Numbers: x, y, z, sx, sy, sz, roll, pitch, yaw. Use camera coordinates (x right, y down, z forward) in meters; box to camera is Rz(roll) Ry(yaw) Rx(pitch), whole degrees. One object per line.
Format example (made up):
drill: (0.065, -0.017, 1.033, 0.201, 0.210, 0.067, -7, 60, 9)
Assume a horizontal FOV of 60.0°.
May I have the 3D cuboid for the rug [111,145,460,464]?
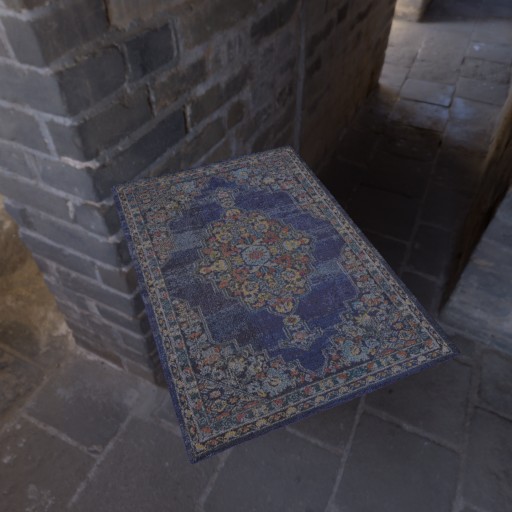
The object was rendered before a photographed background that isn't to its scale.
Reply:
rug: (0.000, 0.000, 3.888, 2.053, 0.011, 2.940, -17, 49, -15)
